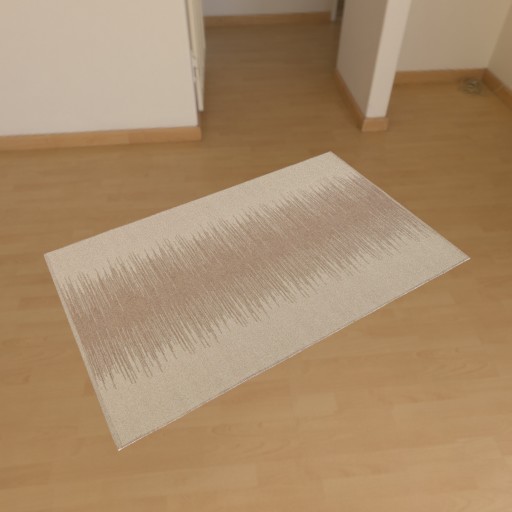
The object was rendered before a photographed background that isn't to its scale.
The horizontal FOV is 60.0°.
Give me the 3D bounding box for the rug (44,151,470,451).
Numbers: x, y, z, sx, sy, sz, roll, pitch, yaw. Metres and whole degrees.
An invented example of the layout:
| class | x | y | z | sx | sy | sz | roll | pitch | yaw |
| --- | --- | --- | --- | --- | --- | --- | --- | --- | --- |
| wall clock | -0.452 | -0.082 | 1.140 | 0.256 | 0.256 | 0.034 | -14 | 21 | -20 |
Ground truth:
| class | x | y | z | sx | sy | sz | roll | pitch | yaw |
| --- | --- | --- | --- | --- | --- | --- | --- | --- | --- |
| rug | 0.000 | 0.000 | 2.979 | 2.440 | 0.012 | 1.522 | -23 | 50 | -21 |
